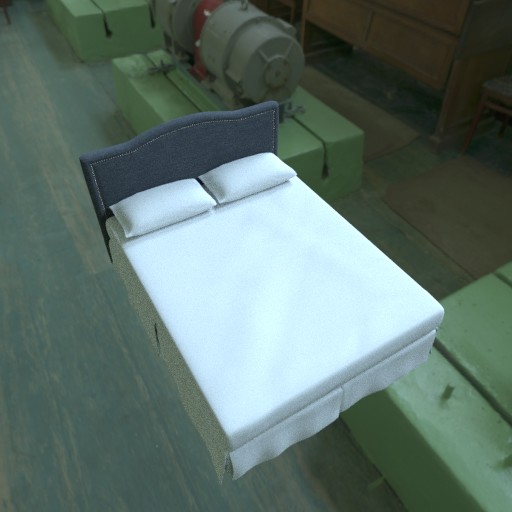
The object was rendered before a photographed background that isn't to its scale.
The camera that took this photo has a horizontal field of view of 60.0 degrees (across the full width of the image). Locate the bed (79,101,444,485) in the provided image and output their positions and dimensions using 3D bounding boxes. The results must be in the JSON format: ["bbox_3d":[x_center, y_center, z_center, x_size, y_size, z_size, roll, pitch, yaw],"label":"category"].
[{"bbox_3d":[0.000,0.000,3.903,2.161,1.457,2.689,-23,50,-21],"label":"bed"}]
